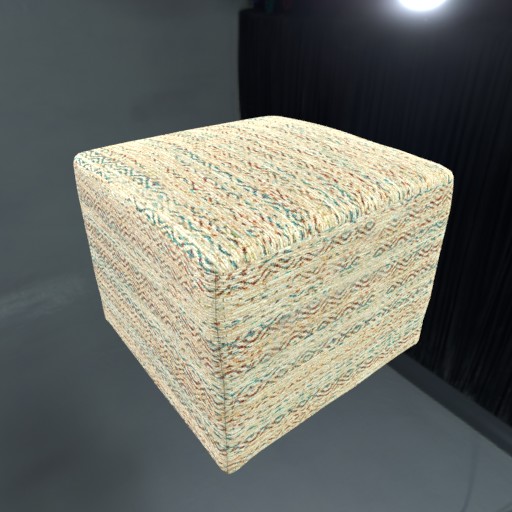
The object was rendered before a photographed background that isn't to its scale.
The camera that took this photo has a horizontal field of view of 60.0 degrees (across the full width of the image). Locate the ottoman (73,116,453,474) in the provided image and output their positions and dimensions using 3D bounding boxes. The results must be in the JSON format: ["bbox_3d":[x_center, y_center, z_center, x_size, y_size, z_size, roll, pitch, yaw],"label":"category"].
[{"bbox_3d":[0.000,0.000,0.900,0.521,0.453,0.512,-22,37,-32],"label":"ottoman"}]
